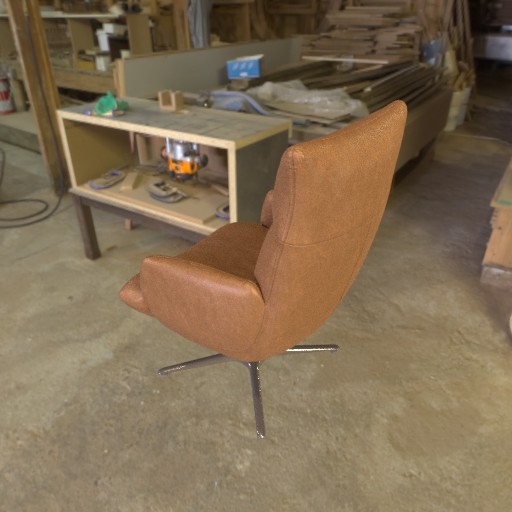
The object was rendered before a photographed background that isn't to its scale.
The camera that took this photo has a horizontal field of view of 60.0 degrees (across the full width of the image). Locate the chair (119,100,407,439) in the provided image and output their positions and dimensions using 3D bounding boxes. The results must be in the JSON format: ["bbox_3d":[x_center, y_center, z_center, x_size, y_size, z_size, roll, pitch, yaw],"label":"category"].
[{"bbox_3d":[0.000,0.000,1.540,0.794,1.027,0.711,21,36,31],"label":"chair"}]
